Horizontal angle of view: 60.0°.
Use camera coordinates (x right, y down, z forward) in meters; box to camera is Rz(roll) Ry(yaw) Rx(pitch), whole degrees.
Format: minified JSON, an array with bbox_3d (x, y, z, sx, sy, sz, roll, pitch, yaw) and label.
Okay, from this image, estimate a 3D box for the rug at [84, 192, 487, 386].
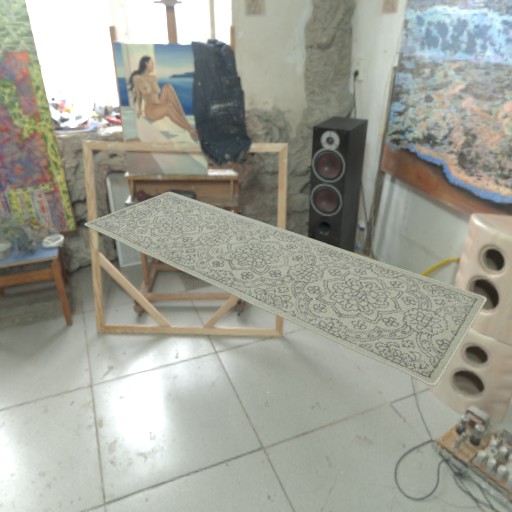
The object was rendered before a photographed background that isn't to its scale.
[{"bbox_3d":[0.000,0.000,2.679,2.431,0.006,0.806,21,36,33],"label":"rug"}]
